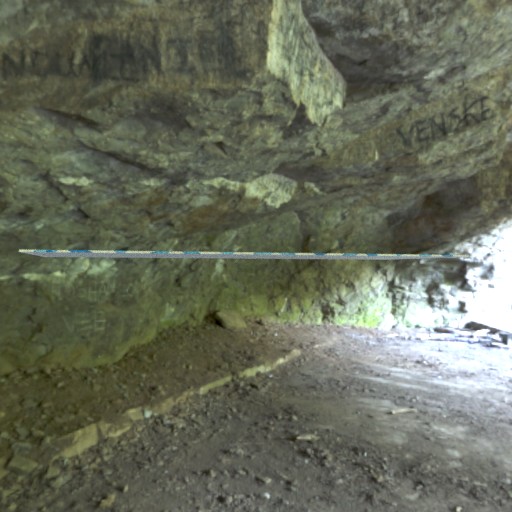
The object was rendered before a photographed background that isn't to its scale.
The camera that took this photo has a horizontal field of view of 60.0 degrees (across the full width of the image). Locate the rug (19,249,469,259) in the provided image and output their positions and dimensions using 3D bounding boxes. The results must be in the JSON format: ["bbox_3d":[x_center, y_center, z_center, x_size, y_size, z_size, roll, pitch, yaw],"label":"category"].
[{"bbox_3d":[0.000,0.000,1.644,1.492,0.007,0.503,1,-2,-18],"label":"rug"}]
